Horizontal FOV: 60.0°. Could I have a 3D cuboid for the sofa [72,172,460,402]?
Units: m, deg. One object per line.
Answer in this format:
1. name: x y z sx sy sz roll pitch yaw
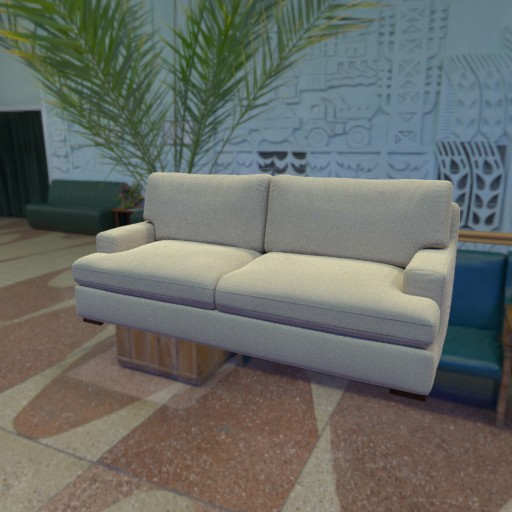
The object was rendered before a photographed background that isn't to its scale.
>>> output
1. sofa: 0.000 0.000 2.637 2.147 0.925 0.929 7 15 26
